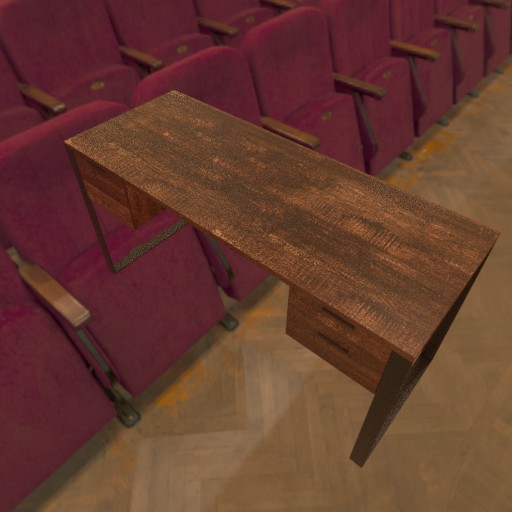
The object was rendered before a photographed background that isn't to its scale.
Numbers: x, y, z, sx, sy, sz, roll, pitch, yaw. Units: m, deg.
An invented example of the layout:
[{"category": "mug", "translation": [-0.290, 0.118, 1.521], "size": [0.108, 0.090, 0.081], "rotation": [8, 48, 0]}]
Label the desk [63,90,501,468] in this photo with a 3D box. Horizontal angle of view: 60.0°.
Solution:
[{"category": "desk", "translation": [0.000, 0.000, 1.858], "size": [1.524, 0.762, 0.599], "rotation": [31, 53, 27]}]
